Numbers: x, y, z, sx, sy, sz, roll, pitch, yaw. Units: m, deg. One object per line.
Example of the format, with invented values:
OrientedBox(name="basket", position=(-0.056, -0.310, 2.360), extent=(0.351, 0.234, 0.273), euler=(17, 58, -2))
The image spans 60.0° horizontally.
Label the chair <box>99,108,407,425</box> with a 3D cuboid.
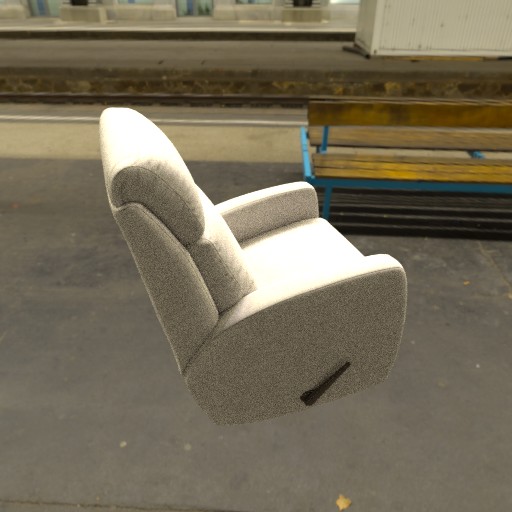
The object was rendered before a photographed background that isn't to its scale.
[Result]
OrientedBox(name="chair", position=(0.000, 0.000, 1.628), extent=(0.941, 1.015, 0.812), euler=(-10, 33, -16))
